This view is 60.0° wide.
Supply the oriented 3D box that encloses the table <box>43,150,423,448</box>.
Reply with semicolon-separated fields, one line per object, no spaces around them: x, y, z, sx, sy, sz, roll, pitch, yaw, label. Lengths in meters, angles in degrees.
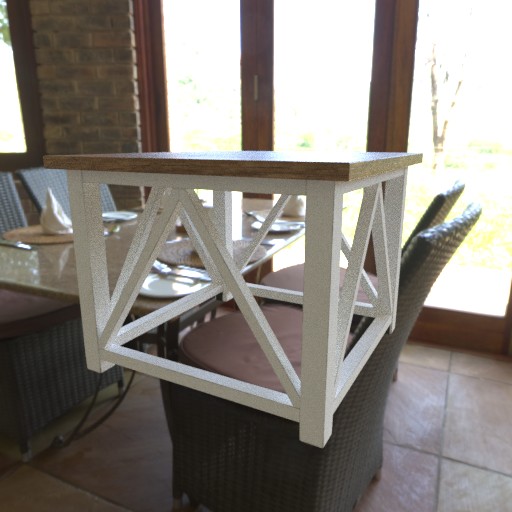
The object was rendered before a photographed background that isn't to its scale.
0.000;0.000;1.188;0.700;0.532;0.700;8;16;28;table
